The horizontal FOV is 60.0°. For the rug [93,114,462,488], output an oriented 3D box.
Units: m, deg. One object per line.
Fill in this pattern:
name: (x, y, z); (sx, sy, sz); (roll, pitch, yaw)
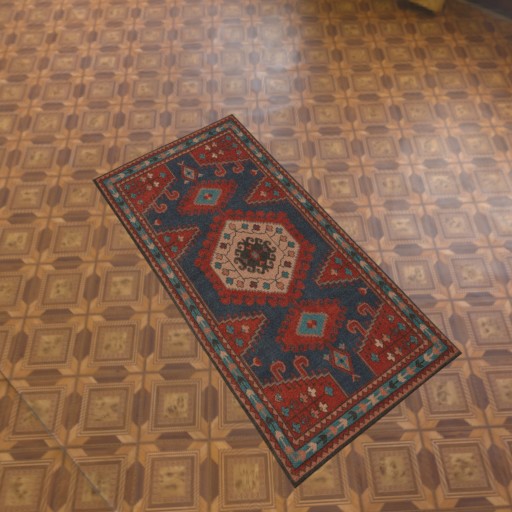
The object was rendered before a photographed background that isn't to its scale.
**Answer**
rug: (0.000, 0.000, 3.605); (1.522, 0.034, 3.032); (-31, 64, -17)
